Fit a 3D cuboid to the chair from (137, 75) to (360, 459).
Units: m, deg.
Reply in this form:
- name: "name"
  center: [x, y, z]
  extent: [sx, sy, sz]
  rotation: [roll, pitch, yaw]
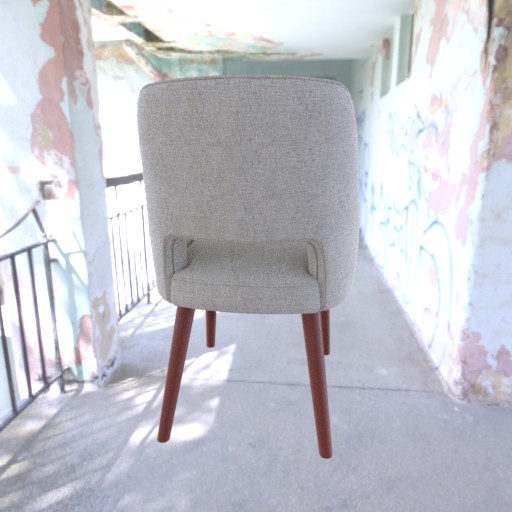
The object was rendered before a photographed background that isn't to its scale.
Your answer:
- name: "chair"
  center: [0.000, 0.000, 1.210]
  extent: [0.548, 0.849, 0.605]
  rotation: [2, 15, 8]
